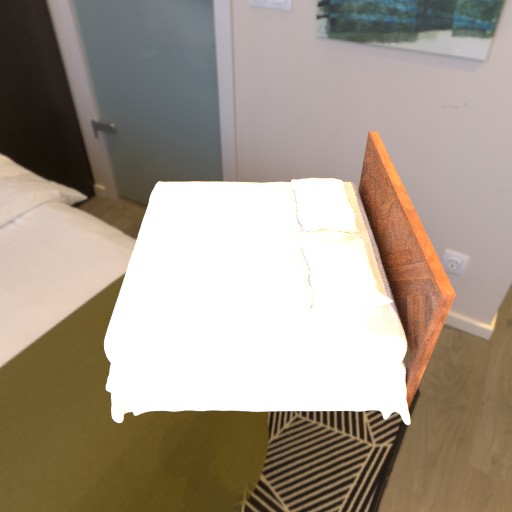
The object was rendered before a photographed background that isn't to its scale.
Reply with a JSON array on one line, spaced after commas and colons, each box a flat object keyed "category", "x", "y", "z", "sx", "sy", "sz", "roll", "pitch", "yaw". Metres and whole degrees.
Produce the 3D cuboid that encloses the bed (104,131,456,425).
[{"category": "bed", "x": 0.000, "y": 0.000, "z": 3.495, "sx": 2.165, "sy": 1.158, "sz": 2.255, "roll": 0, "pitch": 40, "yaw": 0}]
